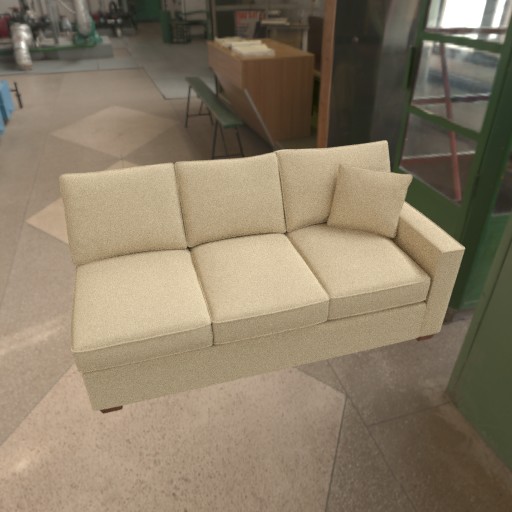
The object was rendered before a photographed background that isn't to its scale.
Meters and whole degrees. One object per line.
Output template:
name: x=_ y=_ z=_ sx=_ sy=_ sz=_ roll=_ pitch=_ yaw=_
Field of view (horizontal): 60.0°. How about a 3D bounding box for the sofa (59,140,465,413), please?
sofa: x=0.000 y=0.000 z=2.509 sx=1.963 sy=0.946 sz=1.034 roll=-9 pitch=34 yaw=-14
